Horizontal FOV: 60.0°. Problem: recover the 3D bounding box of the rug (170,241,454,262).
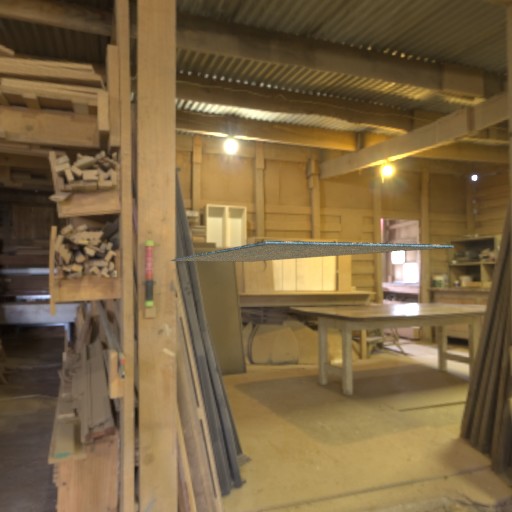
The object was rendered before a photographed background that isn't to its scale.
[{"bbox_3d":[0.000,0.000,2.499,0.685,0.014,2.292,1,-2,-18],"label":"rug"}]
